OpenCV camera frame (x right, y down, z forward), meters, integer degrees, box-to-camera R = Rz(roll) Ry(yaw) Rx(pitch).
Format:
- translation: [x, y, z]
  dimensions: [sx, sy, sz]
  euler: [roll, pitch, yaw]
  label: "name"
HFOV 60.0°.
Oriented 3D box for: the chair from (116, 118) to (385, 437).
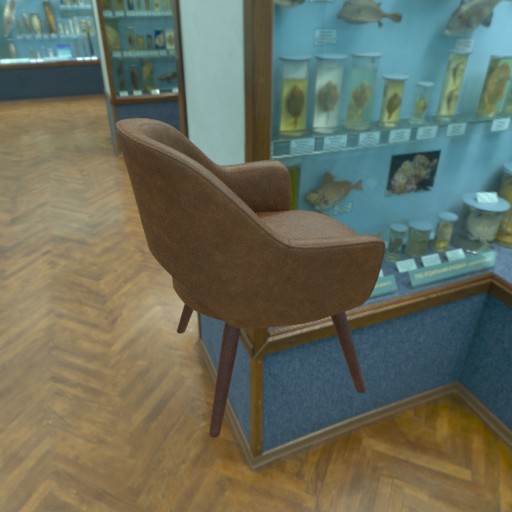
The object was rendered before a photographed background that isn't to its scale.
- translation: [0.000, 0.000, 1.240]
  dimensions: [0.640, 0.777, 0.591]
  euler: [-10, 32, -17]
  label: "chair"
